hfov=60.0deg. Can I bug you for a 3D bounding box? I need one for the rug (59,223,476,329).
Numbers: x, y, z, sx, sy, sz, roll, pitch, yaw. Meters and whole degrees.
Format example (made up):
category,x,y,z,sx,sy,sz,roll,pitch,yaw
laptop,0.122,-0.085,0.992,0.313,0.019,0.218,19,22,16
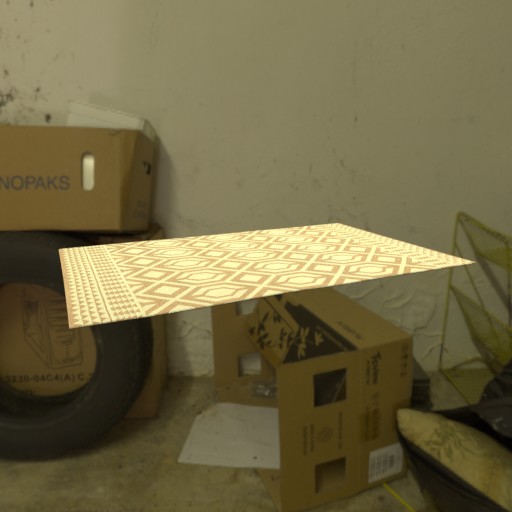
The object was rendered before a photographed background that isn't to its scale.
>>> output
category,x,y,z,sx,sy,sz,roll,pitch,yaw
rug,0.000,0.000,3.028,2.435,0.011,1.526,-7,16,-24
